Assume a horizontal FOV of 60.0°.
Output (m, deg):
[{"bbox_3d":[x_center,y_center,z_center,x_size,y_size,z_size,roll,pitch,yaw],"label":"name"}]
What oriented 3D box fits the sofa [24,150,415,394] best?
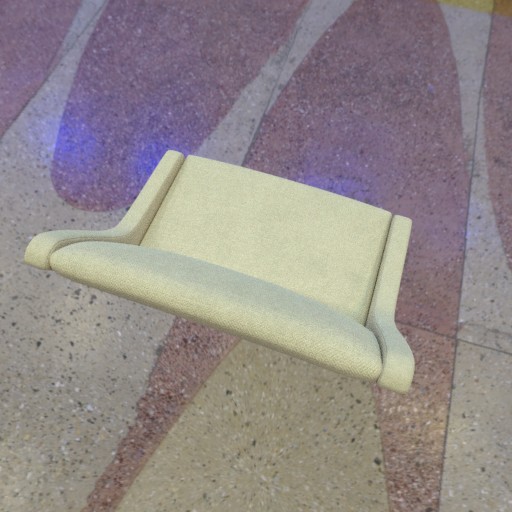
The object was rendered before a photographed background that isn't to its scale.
[{"bbox_3d":[0.000,0.000,1.885,1.212,0.976,0.946,18,65,9],"label":"sofa"}]
